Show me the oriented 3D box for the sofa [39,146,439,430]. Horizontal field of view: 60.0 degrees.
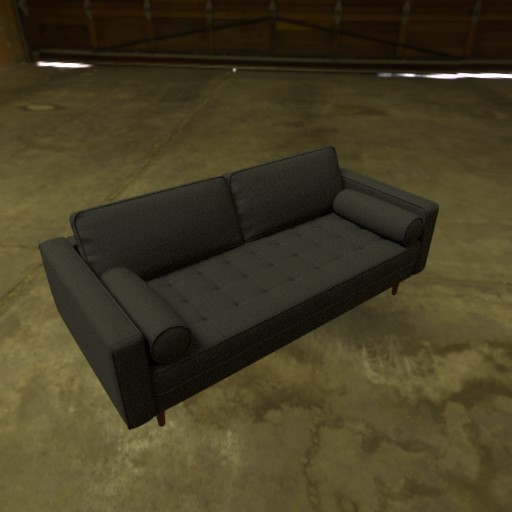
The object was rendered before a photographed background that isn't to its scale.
[{"bbox_3d":[0.000,0.000,2.328,1.875,0.759,0.914,-22,37,-31],"label":"sofa"}]
